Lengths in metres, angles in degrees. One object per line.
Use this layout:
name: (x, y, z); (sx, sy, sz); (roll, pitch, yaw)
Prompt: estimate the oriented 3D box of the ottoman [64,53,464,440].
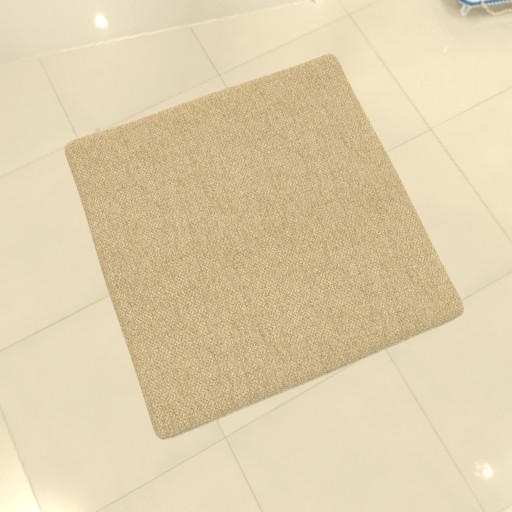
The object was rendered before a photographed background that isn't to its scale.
ottoman: (0.000, 0.000, 0.888); (0.508, 0.432, 0.508); (-21, 77, -5)
